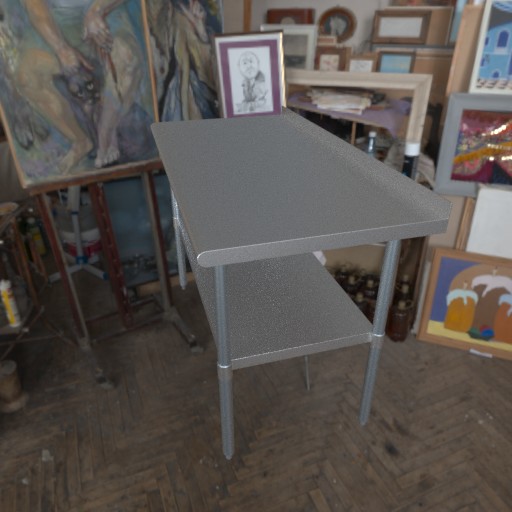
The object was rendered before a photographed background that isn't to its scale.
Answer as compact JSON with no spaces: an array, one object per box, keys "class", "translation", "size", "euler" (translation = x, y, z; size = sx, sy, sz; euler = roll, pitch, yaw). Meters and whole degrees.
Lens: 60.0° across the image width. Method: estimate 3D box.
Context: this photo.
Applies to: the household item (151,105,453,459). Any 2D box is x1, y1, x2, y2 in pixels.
[{"class":"household item","translation":[0.000,0.000,1.685],"size":[0.610,0.851,1.219],"euler":[-8,30,-14]}]
